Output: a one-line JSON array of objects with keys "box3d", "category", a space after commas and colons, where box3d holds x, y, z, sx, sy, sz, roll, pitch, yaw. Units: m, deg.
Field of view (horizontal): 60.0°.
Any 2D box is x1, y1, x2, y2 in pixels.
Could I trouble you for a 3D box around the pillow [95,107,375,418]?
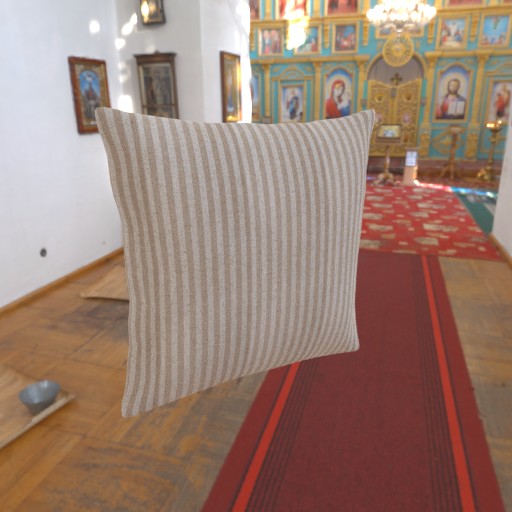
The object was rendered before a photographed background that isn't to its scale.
[{"box3d": [0.000, 0.000, 0.805, 0.523, 0.510, 0.166, -9, 19, -27], "category": "pillow"}]
